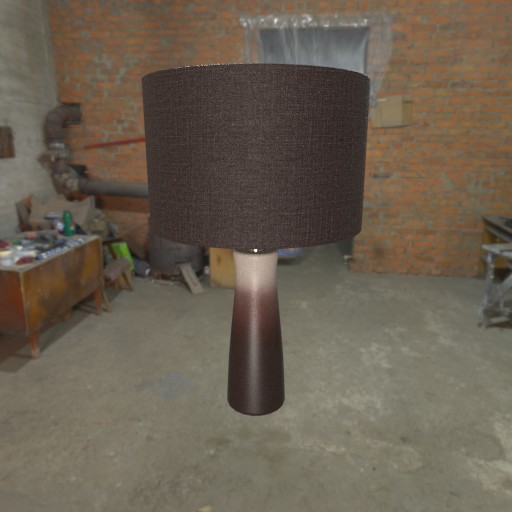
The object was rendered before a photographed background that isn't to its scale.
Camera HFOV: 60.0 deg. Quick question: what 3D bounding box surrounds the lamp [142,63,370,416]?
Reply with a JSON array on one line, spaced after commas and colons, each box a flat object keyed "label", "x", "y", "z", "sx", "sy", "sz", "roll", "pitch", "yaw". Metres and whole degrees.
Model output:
[{"label": "lamp", "x": 0.000, "y": 0.000, "z": 0.664, "sx": 0.303, "sy": 0.488, "sz": 0.303, "roll": 0, "pitch": 14, "yaw": 0}]
